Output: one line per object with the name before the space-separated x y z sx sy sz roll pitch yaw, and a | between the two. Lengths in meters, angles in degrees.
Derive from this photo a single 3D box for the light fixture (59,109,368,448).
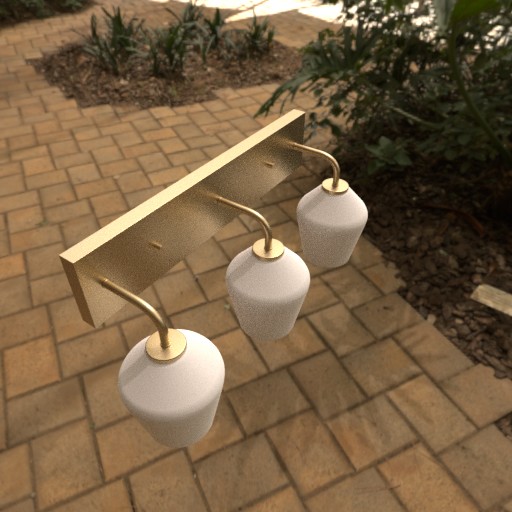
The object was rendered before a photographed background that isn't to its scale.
light fixture | 0.000 0.000 0.733 0.190 0.280 0.609 24 46 26
